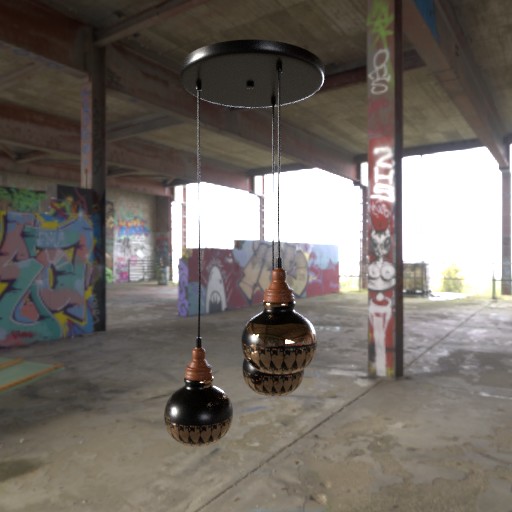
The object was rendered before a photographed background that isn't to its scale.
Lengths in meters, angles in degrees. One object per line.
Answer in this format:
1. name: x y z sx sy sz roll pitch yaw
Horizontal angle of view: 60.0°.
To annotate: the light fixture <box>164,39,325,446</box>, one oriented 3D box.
1. light fixture: 0.000 0.000 1.703 0.608 1.410 0.605 0 0 -35
